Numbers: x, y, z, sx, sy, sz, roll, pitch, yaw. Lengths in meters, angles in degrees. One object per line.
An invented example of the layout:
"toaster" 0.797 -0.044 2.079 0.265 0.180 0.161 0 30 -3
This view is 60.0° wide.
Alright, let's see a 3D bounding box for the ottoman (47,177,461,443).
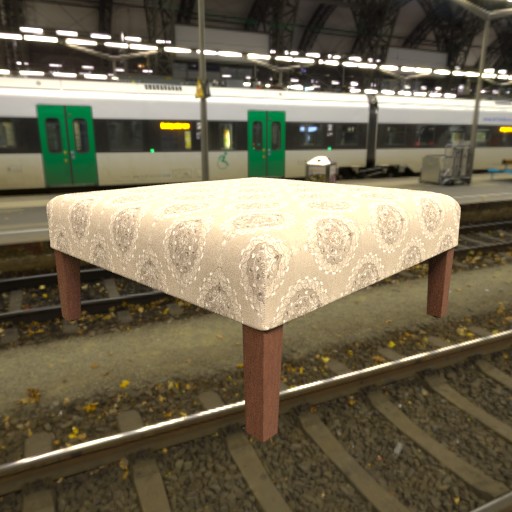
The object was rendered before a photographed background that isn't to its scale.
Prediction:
"ottoman" 0.000 0.000 1.365 0.889 0.411 0.890 14 20 42
